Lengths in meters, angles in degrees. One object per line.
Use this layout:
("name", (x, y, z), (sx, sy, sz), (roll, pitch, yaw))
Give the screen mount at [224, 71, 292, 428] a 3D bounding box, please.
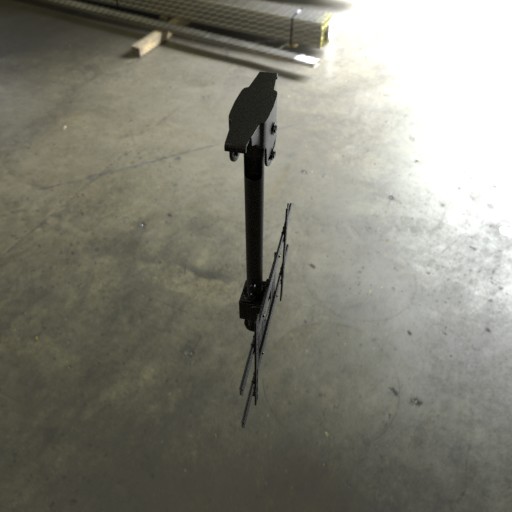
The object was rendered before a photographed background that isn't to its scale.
("screen mount", (0.000, 0.000, 1.052), (0.090, 0.775, 0.595), (10, 48, 9))
